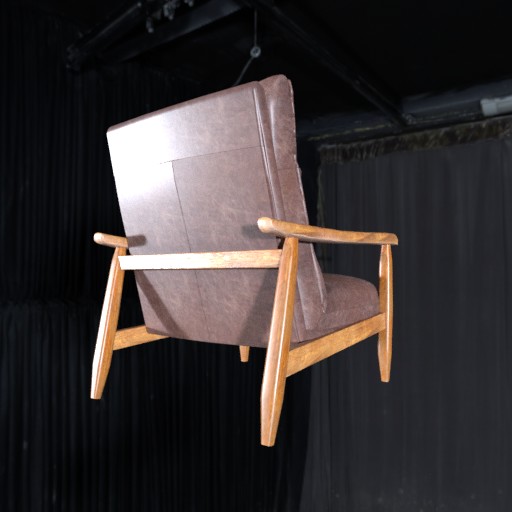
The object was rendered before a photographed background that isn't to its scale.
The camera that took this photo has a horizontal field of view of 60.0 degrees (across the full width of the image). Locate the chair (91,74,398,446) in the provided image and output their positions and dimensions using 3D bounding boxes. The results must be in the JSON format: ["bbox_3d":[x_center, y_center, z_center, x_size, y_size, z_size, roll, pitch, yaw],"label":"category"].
[{"bbox_3d":[0.000,0.000,1.522,0.782,0.897,0.830,-2,-3,36],"label":"chair"}]
